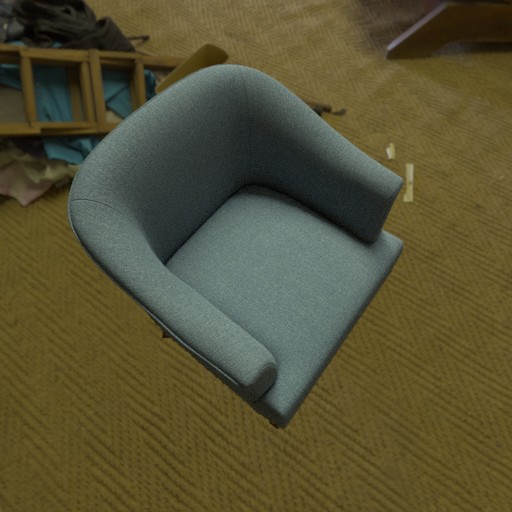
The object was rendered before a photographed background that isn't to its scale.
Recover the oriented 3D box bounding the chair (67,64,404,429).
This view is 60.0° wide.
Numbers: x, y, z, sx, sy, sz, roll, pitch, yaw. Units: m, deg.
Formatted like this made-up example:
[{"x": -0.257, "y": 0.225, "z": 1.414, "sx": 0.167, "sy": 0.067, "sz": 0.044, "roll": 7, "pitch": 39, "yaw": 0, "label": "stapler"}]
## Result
[{"x": 0.000, "y": 0.000, "z": 1.362, "sx": 0.704, "sy": 0.815, "sz": 0.772, "roll": 33, "pitch": 64, "yaw": 18, "label": "chair"}]
